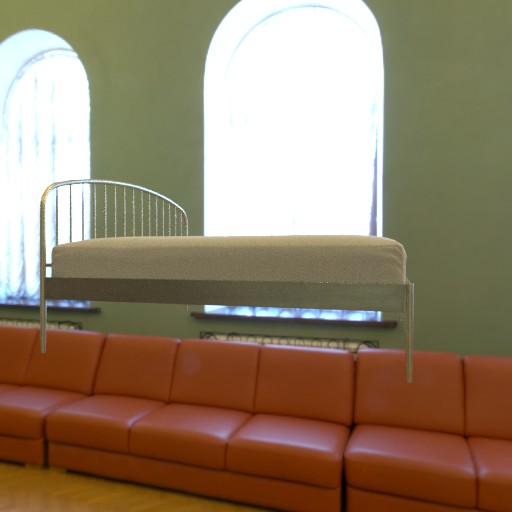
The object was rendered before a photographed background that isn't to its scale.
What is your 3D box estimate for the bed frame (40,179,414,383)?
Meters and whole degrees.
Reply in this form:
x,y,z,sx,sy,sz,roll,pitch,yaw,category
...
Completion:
x,y,z,sx,sy,sz,roll,pitch,yaw,category
0.000,0.000,3.347,2.152,1.174,2.016,0,0,17,bed frame
